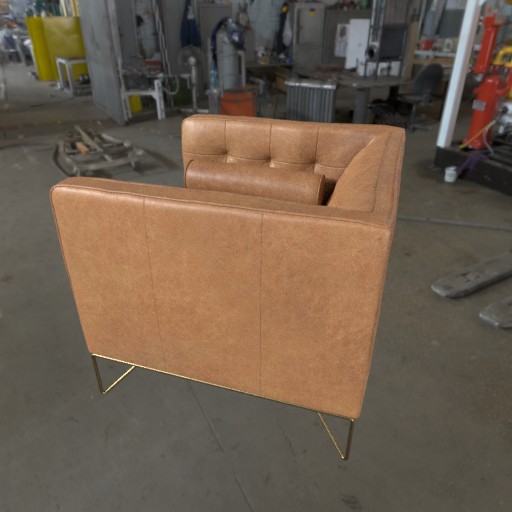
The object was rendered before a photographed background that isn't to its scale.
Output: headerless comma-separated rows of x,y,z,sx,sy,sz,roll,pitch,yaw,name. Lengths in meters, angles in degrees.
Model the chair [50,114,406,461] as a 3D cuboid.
0.000,0.000,1.617,0.912,0.797,0.920,9,31,15,chair
